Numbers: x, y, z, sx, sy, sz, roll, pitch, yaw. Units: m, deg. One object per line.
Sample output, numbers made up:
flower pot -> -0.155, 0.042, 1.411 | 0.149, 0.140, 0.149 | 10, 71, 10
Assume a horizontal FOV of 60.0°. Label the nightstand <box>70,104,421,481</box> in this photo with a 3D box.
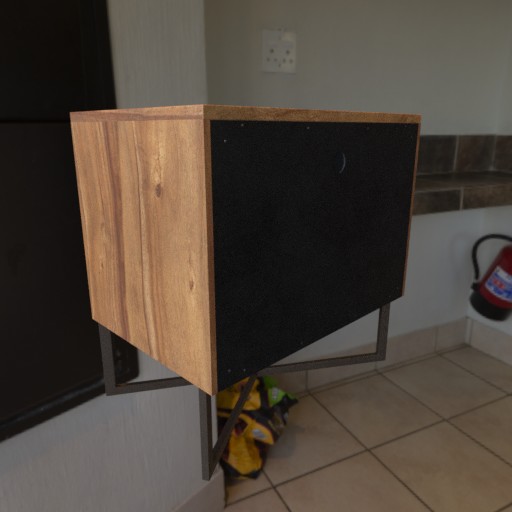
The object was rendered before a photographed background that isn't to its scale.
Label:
nightstand -> 0.000, 0.000, 1.006 | 0.613, 0.615, 0.427 | -15, 22, -43
